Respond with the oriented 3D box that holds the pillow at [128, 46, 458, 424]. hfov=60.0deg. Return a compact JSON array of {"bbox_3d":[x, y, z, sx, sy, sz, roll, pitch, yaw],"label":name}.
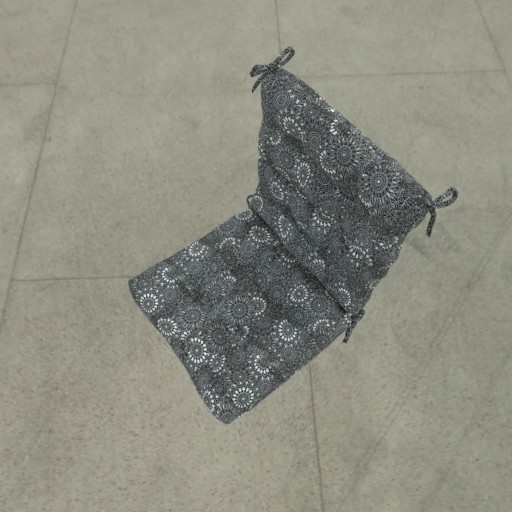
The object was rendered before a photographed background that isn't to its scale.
[{"bbox_3d":[0.000,0.000,1.051,0.571,0.605,0.519,-34,68,-16],"label":"pillow"}]
